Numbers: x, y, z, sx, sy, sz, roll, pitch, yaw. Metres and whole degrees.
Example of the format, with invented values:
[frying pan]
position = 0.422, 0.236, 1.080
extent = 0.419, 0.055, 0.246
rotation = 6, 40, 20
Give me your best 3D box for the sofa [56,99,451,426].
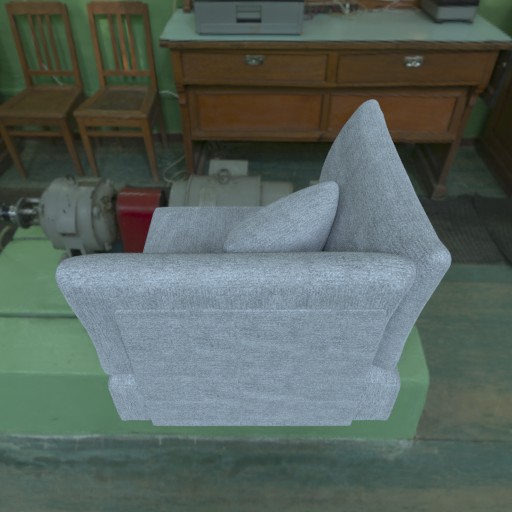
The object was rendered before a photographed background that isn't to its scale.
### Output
[sofa]
position = 0.000, 0.000, 1.682
extent = 1.000, 0.820, 1.000
rotation = 0, 43, 0
